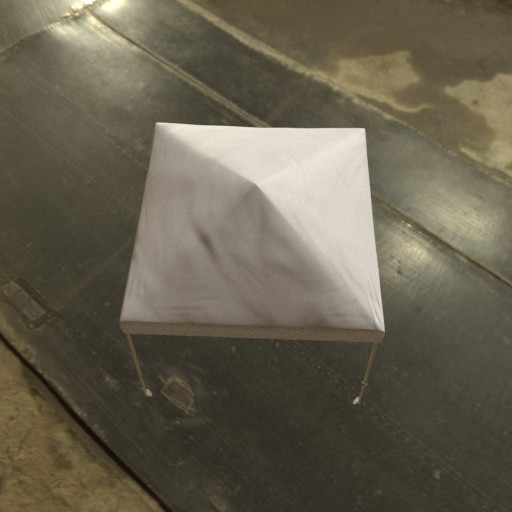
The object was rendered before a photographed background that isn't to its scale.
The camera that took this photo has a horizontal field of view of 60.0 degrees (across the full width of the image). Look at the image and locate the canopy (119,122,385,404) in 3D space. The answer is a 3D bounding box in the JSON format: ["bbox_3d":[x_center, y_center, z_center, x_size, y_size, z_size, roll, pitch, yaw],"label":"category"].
[{"bbox_3d":[0.000,0.000,6.620,3.599,3.600,3.600,2,63,1],"label":"canopy"}]
